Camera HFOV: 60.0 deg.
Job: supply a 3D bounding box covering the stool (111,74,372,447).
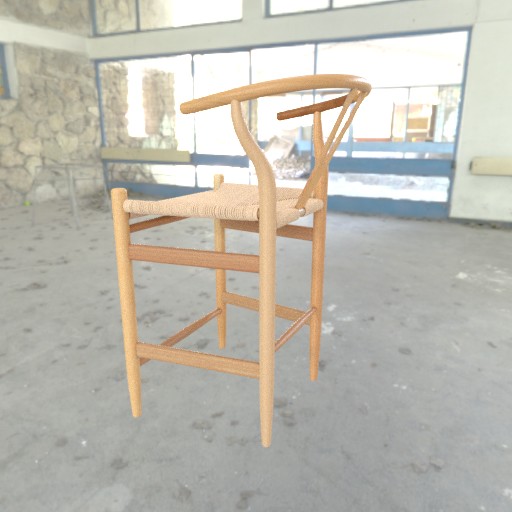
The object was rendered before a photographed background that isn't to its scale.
[{"bbox_3d":[0.000,0.000,1.266,0.575,0.923,0.536,8,17,26],"label":"stool"}]
